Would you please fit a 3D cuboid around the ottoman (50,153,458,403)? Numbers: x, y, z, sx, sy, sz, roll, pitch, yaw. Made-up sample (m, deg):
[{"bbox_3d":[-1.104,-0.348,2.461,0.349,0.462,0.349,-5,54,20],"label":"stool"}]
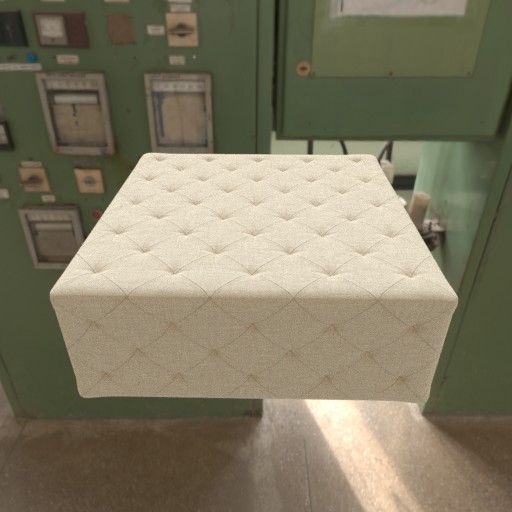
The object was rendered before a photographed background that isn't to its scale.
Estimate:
[{"bbox_3d":[0.000,0.000,1.623,1.028,0.439,1.028,1,33,1],"label":"ottoman"}]
